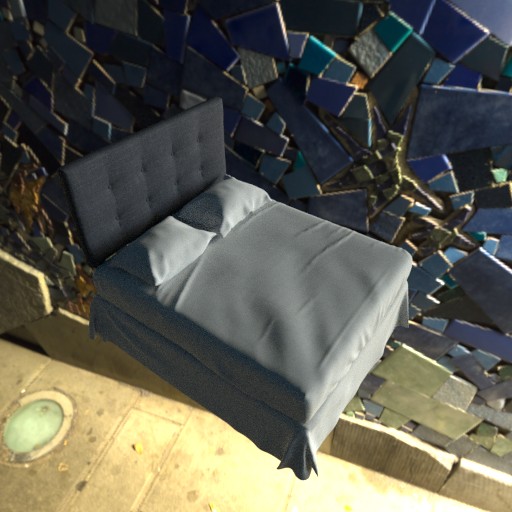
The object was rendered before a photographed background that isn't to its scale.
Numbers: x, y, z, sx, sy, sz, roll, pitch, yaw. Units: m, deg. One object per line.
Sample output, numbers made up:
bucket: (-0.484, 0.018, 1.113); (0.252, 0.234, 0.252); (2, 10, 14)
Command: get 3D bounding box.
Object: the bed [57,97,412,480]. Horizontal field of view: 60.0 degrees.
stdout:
bed: (0.000, 0.000, 3.421); (2.222, 1.577, 1.936); (25, 46, 27)
